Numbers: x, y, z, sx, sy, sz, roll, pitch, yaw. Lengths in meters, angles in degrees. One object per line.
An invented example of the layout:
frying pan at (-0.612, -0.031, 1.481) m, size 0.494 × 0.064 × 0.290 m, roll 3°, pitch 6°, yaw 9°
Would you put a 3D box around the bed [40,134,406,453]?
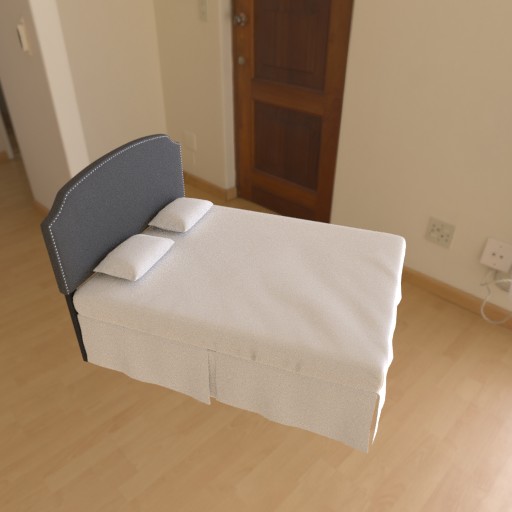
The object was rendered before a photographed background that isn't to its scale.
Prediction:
bed at (0.000, 0.000, 2.997) m, size 1.999 × 1.270 × 1.558 m, roll 11°, pitch 34°, yaw 17°
